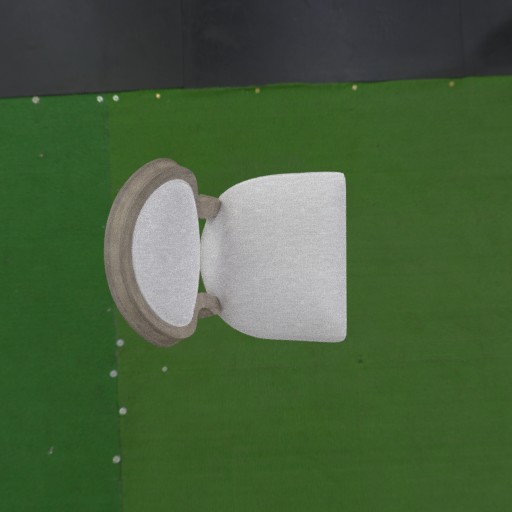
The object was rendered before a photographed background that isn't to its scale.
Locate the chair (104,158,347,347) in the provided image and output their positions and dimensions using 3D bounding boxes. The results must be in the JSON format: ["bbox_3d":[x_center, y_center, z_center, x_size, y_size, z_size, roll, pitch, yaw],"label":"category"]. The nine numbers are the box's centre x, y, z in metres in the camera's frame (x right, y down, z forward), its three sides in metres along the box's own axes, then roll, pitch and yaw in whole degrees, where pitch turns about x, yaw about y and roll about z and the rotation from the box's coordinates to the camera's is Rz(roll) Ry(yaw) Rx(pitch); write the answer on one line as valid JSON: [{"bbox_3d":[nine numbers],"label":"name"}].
[{"bbox_3d":[0.000,0.000,1.353,0.602,0.990,0.558,0,89,0],"label":"chair"}]
